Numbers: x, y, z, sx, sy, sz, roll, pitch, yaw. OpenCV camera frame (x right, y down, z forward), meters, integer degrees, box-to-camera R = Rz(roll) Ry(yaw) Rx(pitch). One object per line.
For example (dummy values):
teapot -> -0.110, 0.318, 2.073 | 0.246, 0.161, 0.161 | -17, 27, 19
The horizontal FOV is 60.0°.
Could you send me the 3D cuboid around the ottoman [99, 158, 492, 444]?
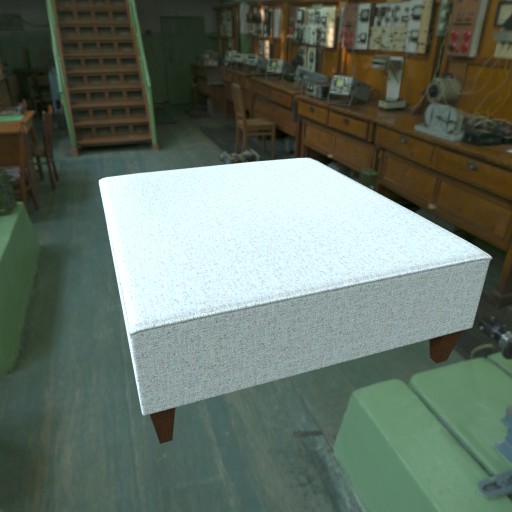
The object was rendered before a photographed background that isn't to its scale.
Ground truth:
ottoman -> 0.000, 0.000, 1.207 | 0.736, 0.303, 0.835 | -10, 29, -18
